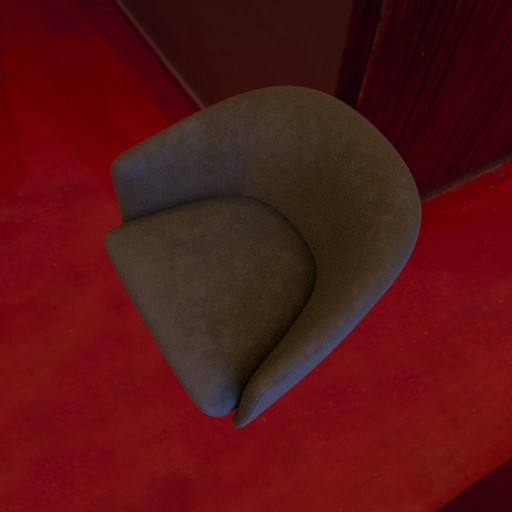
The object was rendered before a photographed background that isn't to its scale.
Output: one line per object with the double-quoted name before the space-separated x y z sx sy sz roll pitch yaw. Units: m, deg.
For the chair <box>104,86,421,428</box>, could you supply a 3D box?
"chair" 0.000 0.000 1.360 0.767 0.698 0.773 -31 67 -15
